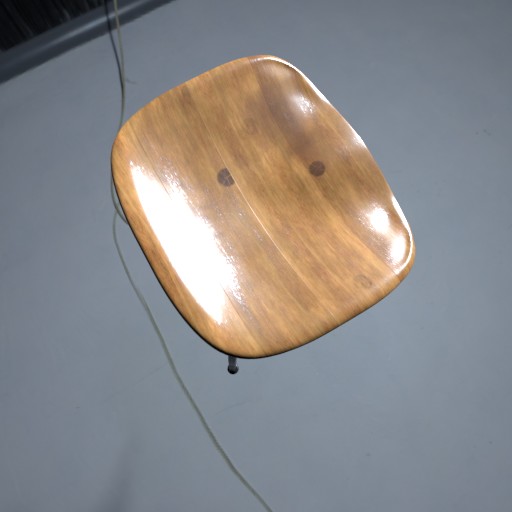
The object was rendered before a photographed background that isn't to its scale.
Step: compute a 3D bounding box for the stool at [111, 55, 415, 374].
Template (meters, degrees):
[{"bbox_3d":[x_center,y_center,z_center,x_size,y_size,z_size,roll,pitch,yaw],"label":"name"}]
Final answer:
[{"bbox_3d":[0.000,0.000,0.964,0.424,0.694,0.432,-29,77,-7],"label":"stool"}]
